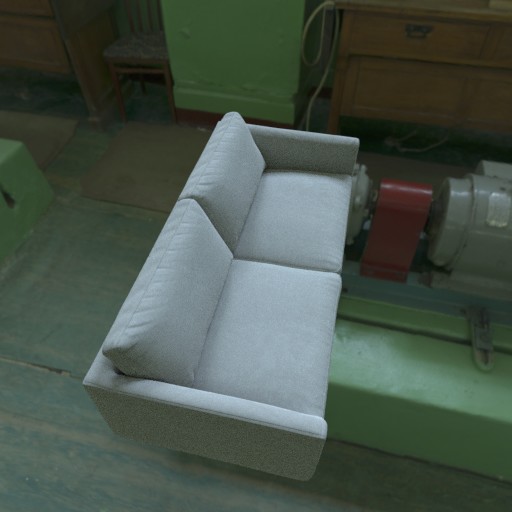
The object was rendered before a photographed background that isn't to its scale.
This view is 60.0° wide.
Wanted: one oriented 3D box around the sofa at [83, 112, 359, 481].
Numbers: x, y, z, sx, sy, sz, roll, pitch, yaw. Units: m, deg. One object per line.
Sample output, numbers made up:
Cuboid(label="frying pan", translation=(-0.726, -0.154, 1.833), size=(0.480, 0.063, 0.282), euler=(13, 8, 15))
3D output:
Cuboid(label="sofa", translation=(0.000, 0.000, 2.760), size=(1.090, 0.838, 2.588), euler=(9, 48, 8))
